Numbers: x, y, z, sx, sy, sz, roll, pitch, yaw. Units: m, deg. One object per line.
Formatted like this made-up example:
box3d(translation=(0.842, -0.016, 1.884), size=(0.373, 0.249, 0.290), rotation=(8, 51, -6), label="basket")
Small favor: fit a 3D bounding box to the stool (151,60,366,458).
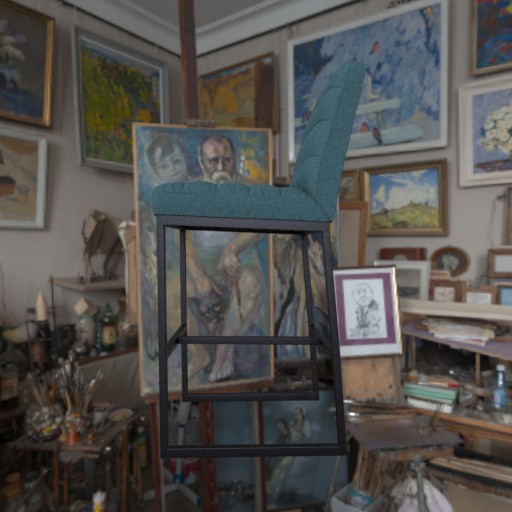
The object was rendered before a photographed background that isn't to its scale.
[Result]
box3d(translation=(0.000, 0.000, 1.363), size=(0.560, 1.040, 0.460), rotation=(0, 1, -2), label="stool")
